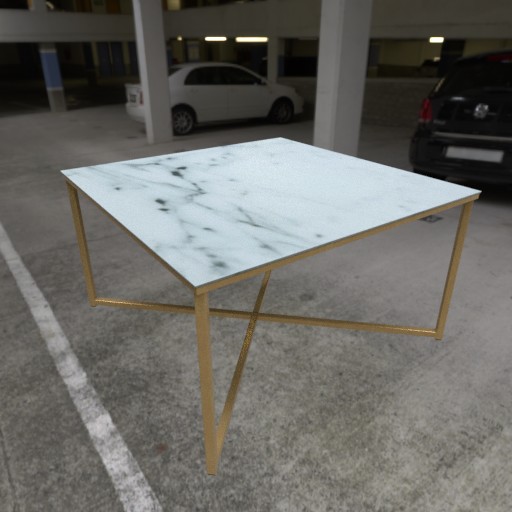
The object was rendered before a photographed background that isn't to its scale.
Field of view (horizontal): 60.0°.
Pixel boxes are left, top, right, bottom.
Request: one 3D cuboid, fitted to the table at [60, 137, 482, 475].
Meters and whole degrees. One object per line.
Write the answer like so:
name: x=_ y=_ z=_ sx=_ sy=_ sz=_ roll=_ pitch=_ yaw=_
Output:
table: x=0.000 y=0.000 z=1.279 sx=0.800 sy=0.450 sz=0.800 roll=-18 pitch=31 yaw=-31
